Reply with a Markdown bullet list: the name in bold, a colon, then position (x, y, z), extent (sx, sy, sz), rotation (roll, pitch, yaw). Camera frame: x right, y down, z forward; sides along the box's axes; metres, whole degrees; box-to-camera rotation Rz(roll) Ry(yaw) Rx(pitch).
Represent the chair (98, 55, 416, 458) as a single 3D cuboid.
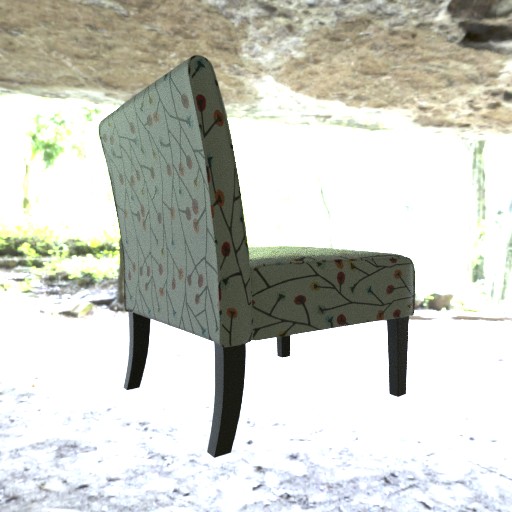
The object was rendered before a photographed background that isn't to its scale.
- **chair**: position (0.000, 0.000, 1.298), extent (0.732, 0.813, 0.597), rotation (-2, 3, -36)
